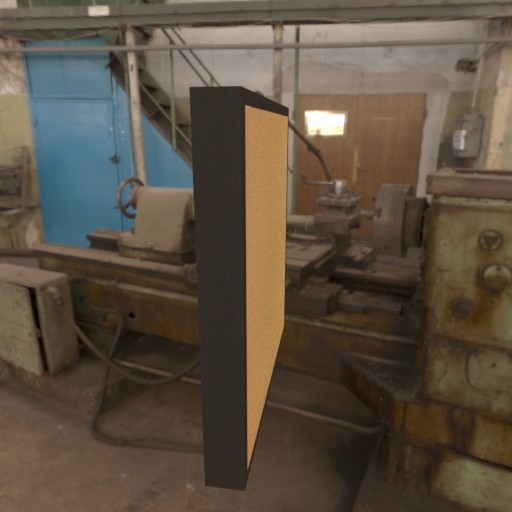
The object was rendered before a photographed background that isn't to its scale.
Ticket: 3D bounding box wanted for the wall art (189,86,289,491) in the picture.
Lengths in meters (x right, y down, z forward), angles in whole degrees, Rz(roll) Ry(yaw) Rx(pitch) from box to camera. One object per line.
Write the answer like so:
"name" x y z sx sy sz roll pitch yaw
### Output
"wall art" 0.000 0.000 0.460 0.033 0.304 0.305 3 16 9
